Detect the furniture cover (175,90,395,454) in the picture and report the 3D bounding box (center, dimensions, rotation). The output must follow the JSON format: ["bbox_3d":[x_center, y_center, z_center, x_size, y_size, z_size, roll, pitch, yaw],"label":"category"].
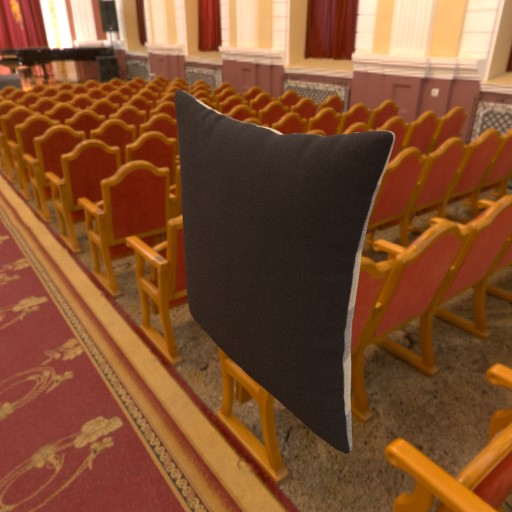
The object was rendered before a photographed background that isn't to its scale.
[{"bbox_3d":[0.000,0.000,0.781,0.161,0.509,0.511,-18,32,-32],"label":"furniture cover"}]
